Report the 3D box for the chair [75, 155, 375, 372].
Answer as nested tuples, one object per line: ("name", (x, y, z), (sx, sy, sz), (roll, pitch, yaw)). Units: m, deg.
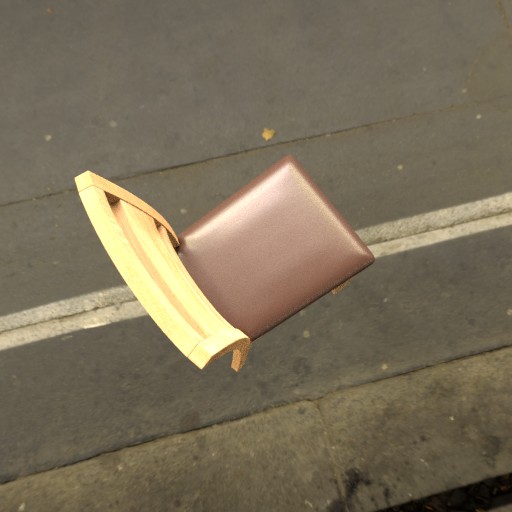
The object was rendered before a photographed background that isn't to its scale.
("chair", (0.000, 0.000, 1.219), (0.545, 0.940, 0.420), (-35, 78, -9))
